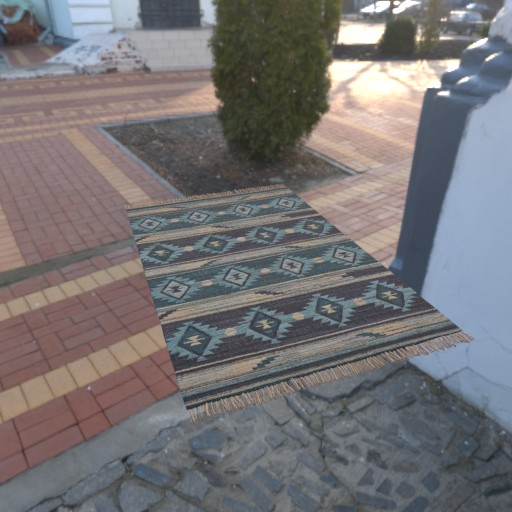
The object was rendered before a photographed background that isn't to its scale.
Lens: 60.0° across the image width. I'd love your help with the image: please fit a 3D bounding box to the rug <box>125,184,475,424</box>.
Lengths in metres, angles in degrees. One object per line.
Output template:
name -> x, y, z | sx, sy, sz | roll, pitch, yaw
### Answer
rug -> 0.000, 0.000, 2.401 | 1.181, 0.028, 1.936 | -10, 31, -18
